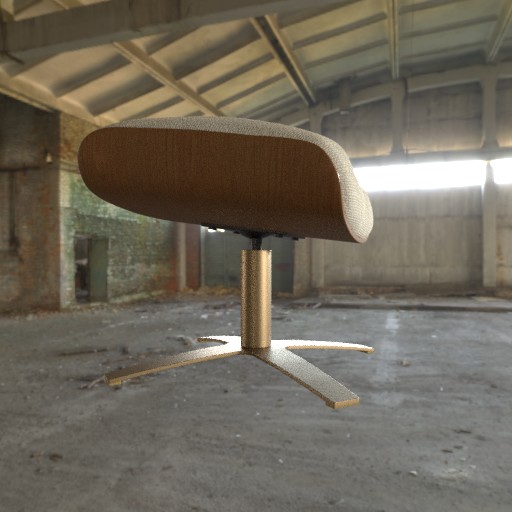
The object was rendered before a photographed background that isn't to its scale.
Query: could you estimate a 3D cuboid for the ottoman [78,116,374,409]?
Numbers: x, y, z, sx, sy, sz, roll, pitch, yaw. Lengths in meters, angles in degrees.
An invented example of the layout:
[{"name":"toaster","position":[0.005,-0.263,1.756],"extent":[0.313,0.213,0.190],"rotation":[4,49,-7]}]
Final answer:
[{"name":"ottoman","position":[0.000,0.000,0.801],"extent":[0.394,0.391,0.520],"rotation":[0,0,18]}]
